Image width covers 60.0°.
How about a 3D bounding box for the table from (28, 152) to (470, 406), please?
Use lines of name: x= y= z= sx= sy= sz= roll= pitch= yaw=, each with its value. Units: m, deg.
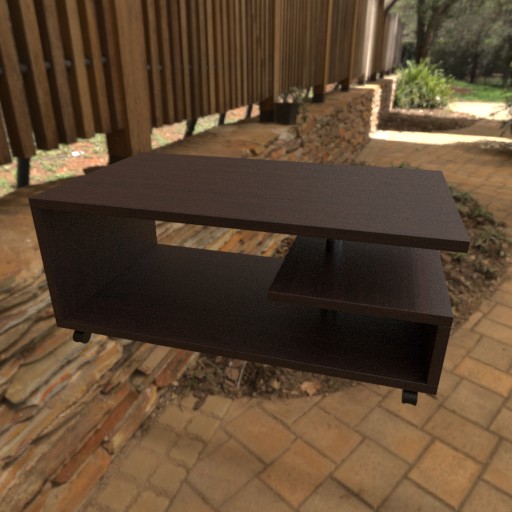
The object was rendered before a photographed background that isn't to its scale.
table: x=0.000 y=0.000 z=1.362 sx=1.050 sy=0.460 sz=0.590 roll=7 pitch=26 yaw=14
